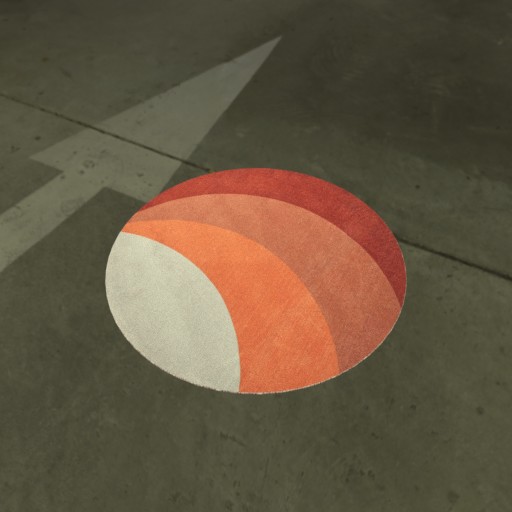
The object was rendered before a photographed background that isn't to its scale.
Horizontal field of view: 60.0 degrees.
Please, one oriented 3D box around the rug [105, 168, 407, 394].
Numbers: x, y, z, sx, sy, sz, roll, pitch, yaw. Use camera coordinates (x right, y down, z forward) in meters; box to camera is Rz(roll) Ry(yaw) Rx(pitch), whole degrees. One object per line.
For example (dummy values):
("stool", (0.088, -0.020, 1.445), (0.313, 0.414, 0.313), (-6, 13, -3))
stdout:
("rug", (0.000, 0.000, 2.288), (1.514, 0.015, 1.514), (0, 47, 0))
